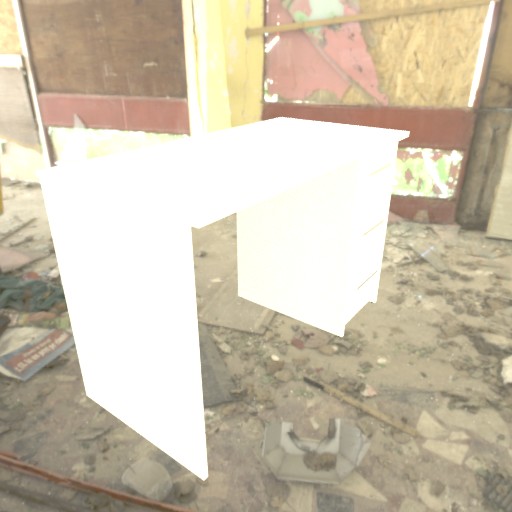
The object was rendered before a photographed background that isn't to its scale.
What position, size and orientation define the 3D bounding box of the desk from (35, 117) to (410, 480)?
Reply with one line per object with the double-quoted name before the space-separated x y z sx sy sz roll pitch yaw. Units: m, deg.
"desk" 0.000 0.000 1.513 0.560 0.735 1.097 18 31 33
